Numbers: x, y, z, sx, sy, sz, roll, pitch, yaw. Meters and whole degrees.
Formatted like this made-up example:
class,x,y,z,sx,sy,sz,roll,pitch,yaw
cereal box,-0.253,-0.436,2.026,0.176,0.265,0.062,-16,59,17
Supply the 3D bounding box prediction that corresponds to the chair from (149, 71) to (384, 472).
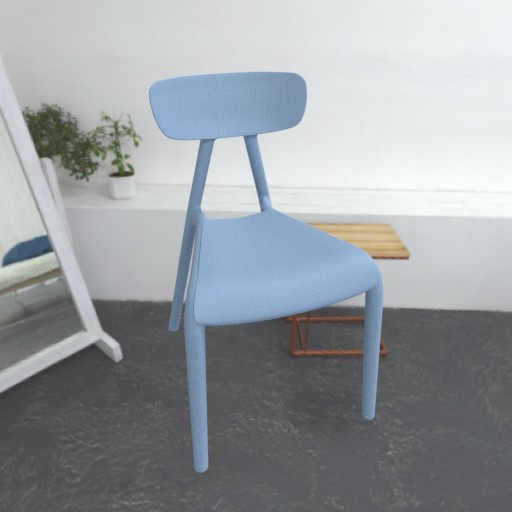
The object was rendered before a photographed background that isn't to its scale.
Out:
class,x,y,z,sx,sy,sz,roll,pitch,yaw
chair,0.000,0.000,0.820,0.356,0.580,0.401,-10,33,-16
